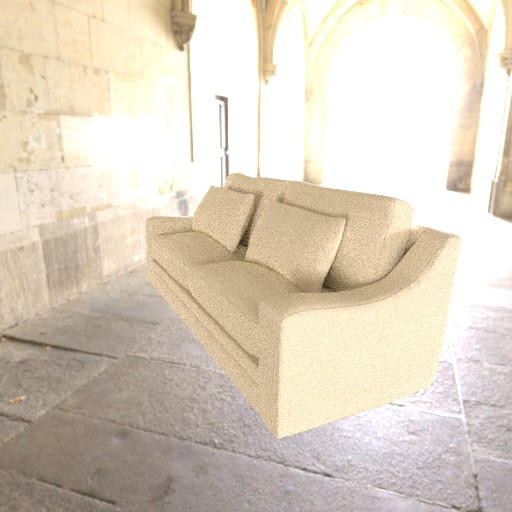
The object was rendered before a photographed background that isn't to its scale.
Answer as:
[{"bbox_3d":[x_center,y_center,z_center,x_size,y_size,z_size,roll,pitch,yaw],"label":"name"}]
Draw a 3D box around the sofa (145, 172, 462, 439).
[{"bbox_3d":[0.000,0.000,3.034,1.009,1.022,2.470,-7,17,-25],"label":"sofa"}]
